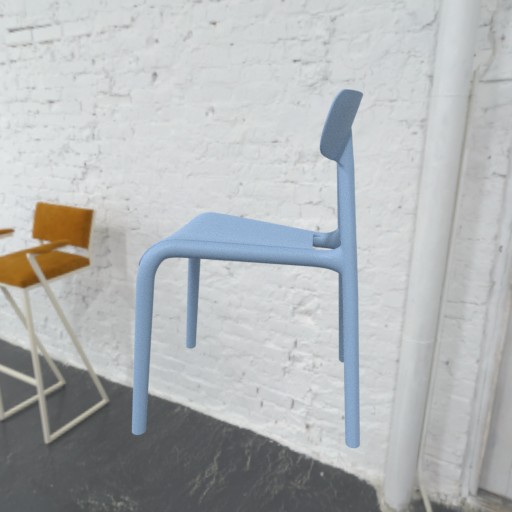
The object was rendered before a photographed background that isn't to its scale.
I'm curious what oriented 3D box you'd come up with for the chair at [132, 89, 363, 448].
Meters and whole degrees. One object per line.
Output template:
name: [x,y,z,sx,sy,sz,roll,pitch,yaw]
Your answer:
chair: [0.000,0.000,0.852,0.401,0.580,0.356,2,16,8]
